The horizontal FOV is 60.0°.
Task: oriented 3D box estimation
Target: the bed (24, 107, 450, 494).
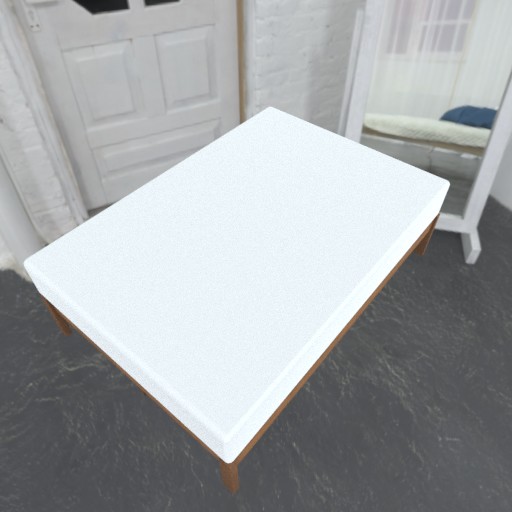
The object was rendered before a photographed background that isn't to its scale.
[{"bbox_3d":[0.000,0.000,2.557,1.348,0.616,1.927,32,55,26],"label":"bed"}]
